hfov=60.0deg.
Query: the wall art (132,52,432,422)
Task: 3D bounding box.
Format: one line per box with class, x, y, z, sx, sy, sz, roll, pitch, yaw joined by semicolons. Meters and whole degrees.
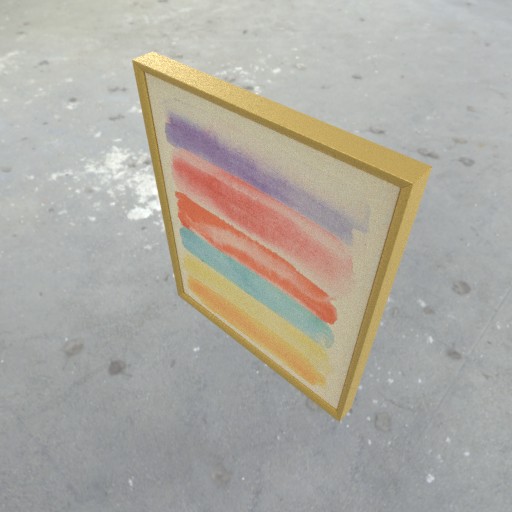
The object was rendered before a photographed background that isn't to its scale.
wall art;0.000;0.000;0.883;0.537;0.642;0.048;33;54;28
